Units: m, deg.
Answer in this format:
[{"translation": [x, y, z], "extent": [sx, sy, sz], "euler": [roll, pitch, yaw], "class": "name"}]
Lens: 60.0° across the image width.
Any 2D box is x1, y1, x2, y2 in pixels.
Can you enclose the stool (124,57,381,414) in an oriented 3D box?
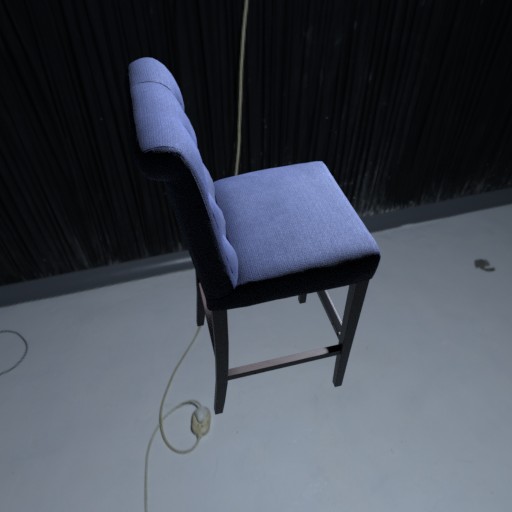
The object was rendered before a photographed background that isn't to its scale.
[{"translation": [0.000, 0.000, 1.430], "extent": [0.601, 1.140, 0.493], "euler": [-10, 46, -10], "class": "stool"}]
